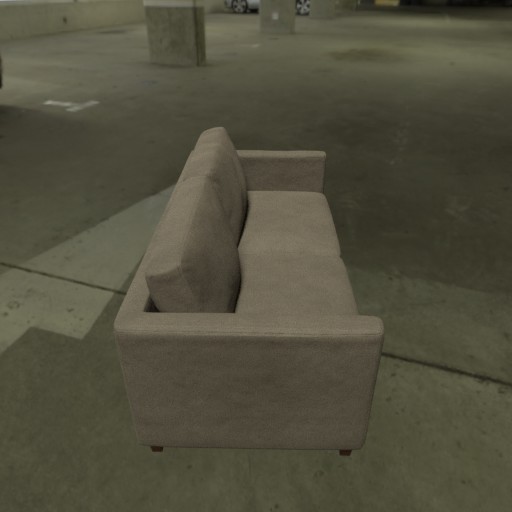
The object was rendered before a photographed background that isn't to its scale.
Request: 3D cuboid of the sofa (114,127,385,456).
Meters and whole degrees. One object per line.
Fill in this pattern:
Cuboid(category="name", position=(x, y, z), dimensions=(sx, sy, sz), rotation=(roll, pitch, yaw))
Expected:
Cuboid(category="sofa", position=(0.000, 0.000, 2.397), dimensions=(0.950, 0.963, 1.884), rotation=(1, 32, 1))
